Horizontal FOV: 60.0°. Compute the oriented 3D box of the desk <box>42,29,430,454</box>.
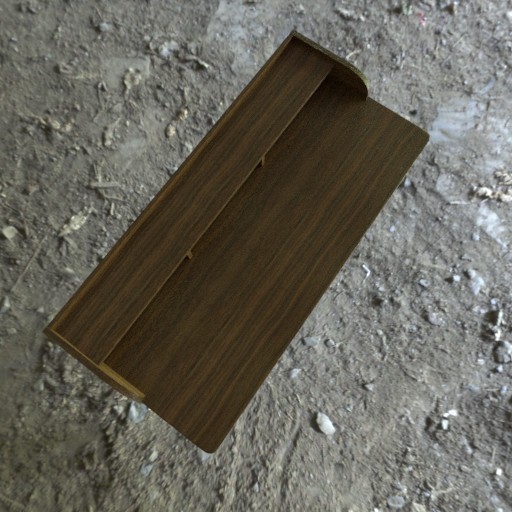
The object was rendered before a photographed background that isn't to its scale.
[{"bbox_3d":[0.000,0.000,1.688,0.565,0.854,1.200,35,78,8],"label":"desk"}]
